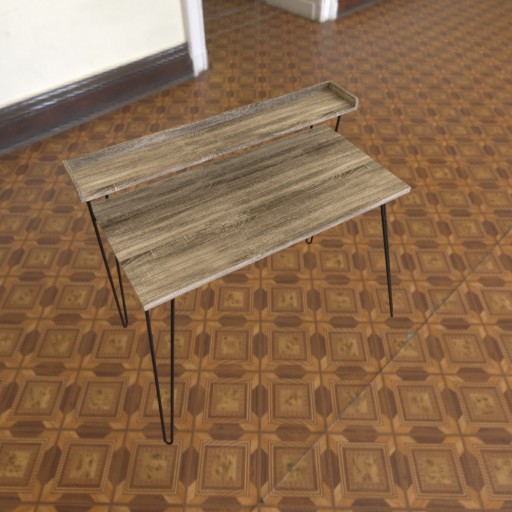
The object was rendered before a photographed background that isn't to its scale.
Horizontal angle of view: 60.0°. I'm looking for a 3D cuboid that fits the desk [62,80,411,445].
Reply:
[{"bbox_3d":[0.000,0.000,1.685,1.135,0.899,0.605,-24,51,-21],"label":"desk"}]
